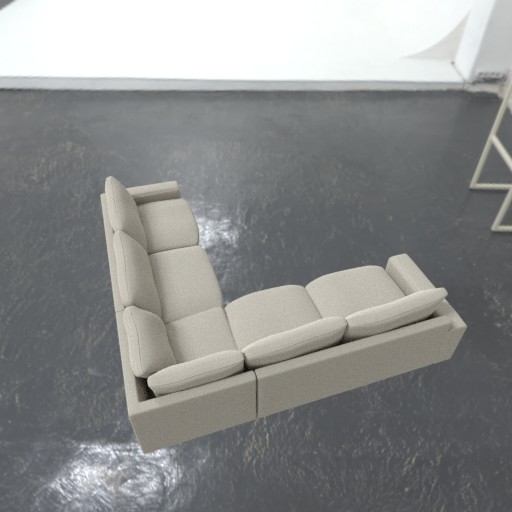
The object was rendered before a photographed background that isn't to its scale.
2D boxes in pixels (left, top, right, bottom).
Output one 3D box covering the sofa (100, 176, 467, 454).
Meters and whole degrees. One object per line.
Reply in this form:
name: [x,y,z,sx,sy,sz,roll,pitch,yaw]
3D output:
sofa: [0.000,0.000,4.909,3.066,0.918,3.206,-13,45,-13]
